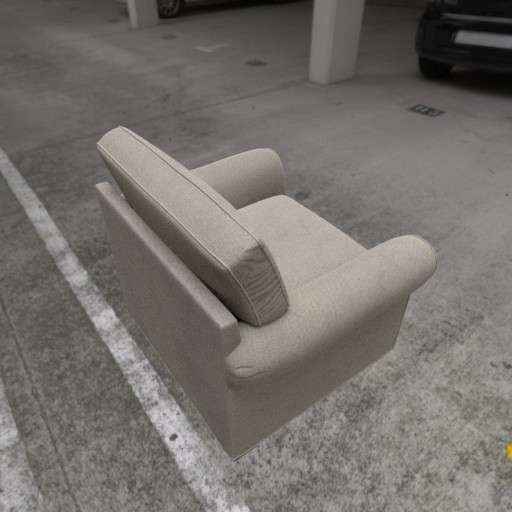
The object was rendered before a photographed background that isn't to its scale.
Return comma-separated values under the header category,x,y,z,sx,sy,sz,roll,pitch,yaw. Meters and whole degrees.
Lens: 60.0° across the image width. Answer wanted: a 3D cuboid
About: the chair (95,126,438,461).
category,x,y,z,sx,sy,sz,roll,pitch,yaw
chair,0.000,0.000,1.898,0.939,1.044,1.147,-25,45,-27
